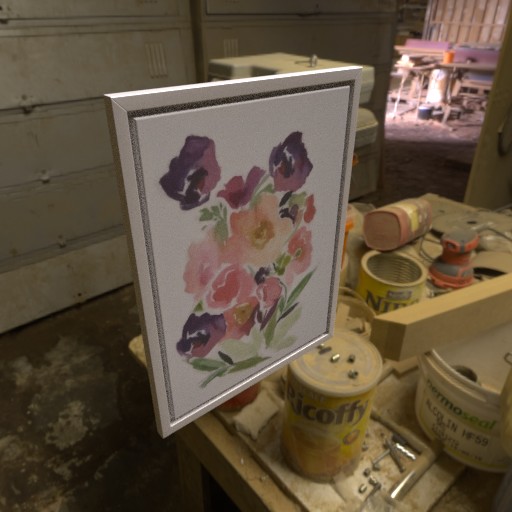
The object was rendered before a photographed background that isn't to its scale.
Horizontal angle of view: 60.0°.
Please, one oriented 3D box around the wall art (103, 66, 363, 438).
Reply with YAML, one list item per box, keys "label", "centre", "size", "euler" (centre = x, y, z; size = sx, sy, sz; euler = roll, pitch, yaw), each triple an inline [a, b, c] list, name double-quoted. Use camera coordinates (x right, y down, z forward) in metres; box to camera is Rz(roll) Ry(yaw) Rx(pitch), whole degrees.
- label: "wall art"
  centre: [0.000, 0.000, 1.406]
  size: [0.805, 1.056, 0.042]
  euler: [-22, 36, -33]
